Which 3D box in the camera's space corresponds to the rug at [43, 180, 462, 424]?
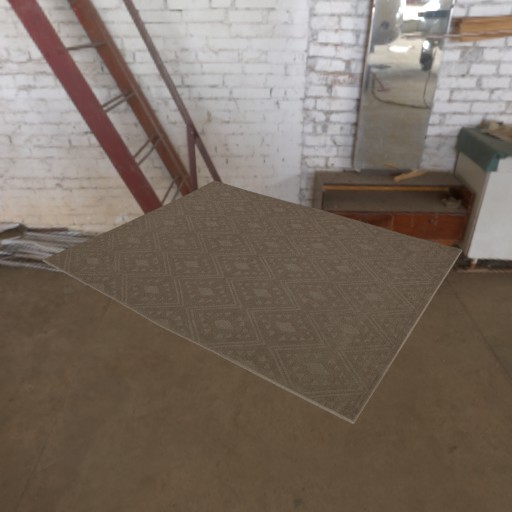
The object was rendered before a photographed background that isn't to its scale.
[{"bbox_3d":[0.000,0.000,4.037,3.011,0.054,2.399,20,36,30],"label":"rug"}]
